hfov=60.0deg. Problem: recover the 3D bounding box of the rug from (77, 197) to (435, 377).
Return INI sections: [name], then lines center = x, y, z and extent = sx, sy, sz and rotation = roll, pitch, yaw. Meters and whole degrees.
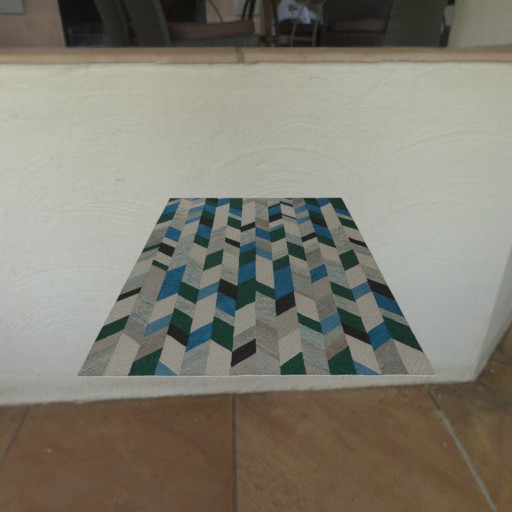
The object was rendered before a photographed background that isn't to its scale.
[rug]
center = 0.000, 0.000, 2.327
extent = 1.229, 0.005, 1.827
rotation = 0, 27, 0
